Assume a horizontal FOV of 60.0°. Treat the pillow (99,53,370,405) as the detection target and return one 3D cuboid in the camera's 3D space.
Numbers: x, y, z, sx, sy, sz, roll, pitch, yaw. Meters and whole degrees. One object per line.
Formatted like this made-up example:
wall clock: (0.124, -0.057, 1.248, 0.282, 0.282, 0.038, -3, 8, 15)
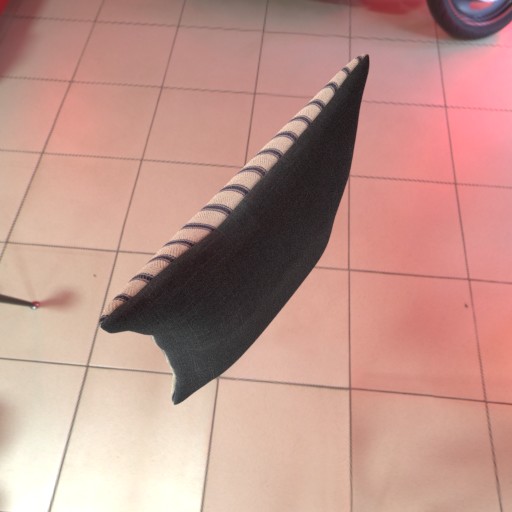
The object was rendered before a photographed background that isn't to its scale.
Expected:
pillow: (0.000, 0.000, 0.676, 0.138, 0.444, 0.468, 35, 68, 16)
